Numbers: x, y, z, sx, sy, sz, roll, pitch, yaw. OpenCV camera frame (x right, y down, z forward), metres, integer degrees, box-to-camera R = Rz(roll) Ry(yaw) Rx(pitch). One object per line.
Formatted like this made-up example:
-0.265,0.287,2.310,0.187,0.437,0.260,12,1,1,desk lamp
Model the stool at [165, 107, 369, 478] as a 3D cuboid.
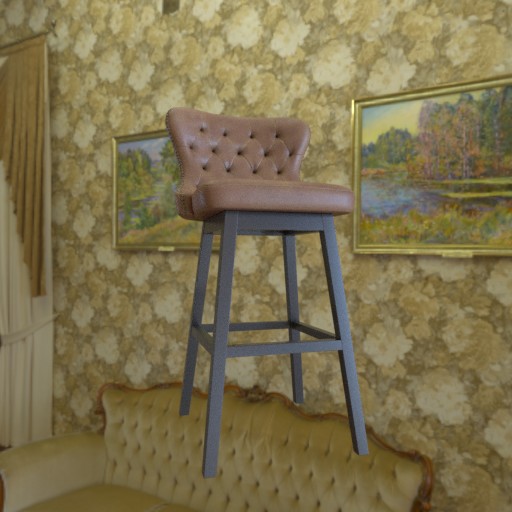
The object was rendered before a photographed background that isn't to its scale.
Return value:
0.000,0.000,1.395,0.528,1.050,0.601,0,0,-17,stool
